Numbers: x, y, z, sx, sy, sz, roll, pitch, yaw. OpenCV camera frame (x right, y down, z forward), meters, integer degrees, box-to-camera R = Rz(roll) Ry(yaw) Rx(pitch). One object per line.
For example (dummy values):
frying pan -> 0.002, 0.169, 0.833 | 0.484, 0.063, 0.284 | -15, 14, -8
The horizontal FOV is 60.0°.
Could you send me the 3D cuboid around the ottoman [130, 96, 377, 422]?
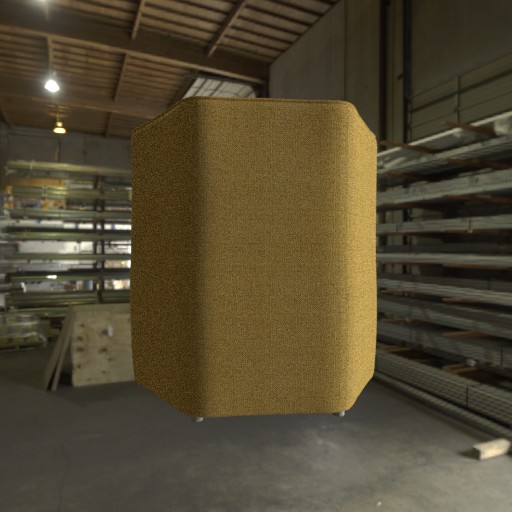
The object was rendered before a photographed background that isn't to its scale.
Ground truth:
ottoman -> 0.000, 0.000, 0.886 | 0.443, 0.502, 0.494 | 0, 1, -36
